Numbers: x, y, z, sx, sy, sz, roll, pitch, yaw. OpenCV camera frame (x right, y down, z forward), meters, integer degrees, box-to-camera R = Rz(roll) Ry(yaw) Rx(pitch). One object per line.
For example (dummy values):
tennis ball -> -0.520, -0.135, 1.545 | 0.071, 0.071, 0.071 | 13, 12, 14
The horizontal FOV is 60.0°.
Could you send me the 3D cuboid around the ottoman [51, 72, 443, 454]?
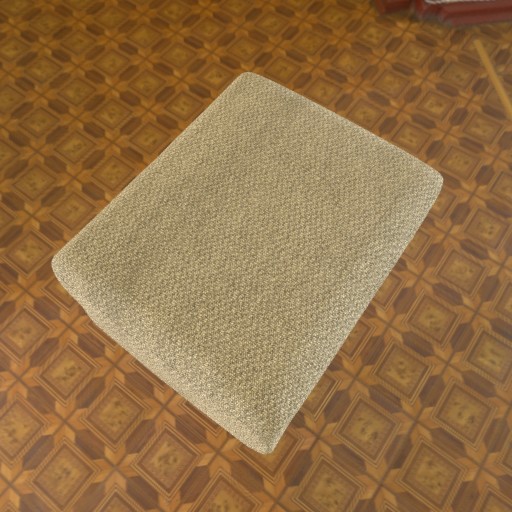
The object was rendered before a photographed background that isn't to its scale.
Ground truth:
ottoman -> 0.000, 0.000, 1.138 | 0.603, 0.476, 0.751 | 34, 69, 15
